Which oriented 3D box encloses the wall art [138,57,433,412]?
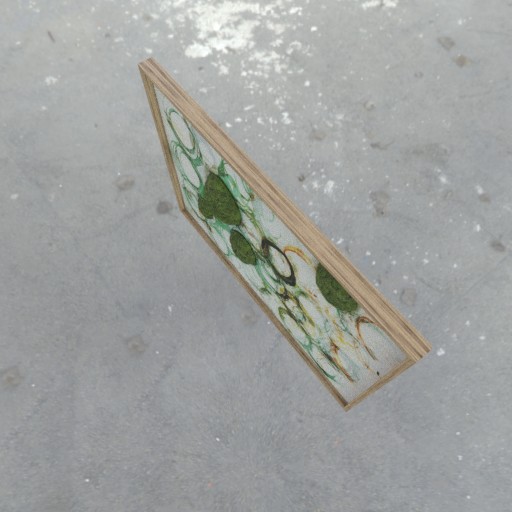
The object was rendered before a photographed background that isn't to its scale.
[{"bbox_3d":[0.000,0.000,1.117,0.063,0.609,0.841,-35,69,-16],"label":"wall art"}]
